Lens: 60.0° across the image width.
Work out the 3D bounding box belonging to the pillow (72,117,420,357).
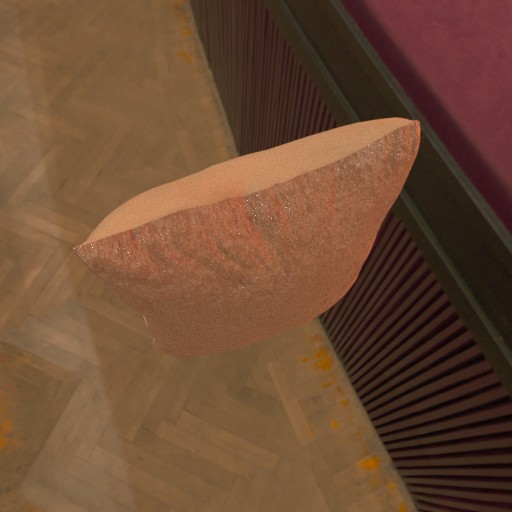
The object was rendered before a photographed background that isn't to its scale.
[{"bbox_3d":[0.000,0.000,0.717,0.450,0.448,0.245,-20,66,-9],"label":"pillow"}]
